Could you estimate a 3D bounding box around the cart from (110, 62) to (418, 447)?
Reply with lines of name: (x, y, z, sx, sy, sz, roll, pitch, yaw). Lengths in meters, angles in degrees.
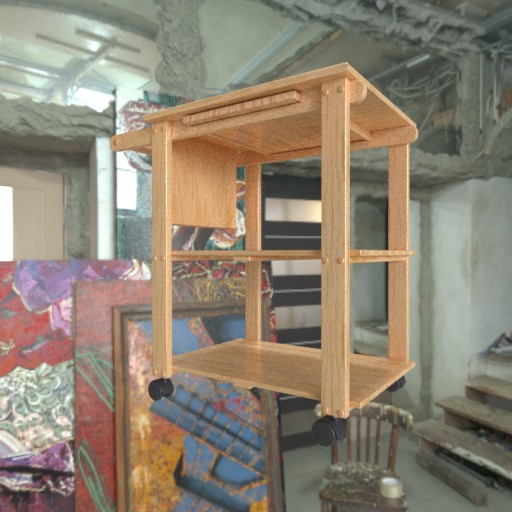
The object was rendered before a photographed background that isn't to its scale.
cart: (0.000, 0.000, 1.349, 0.843, 0.816, 0.520, 0, 0, 35)
